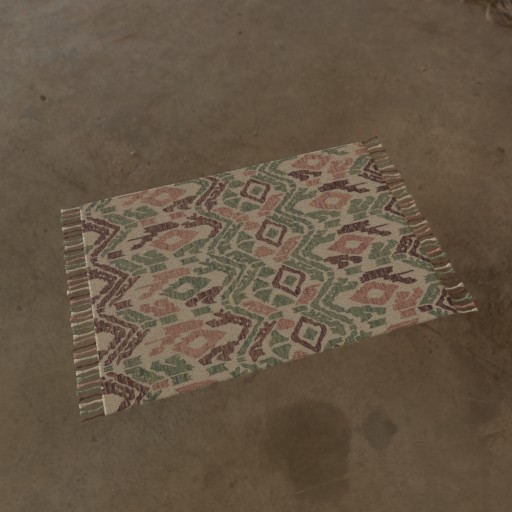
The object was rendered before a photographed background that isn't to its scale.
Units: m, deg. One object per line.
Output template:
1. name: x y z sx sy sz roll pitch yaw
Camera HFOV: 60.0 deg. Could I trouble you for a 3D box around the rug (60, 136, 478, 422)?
1. rug: 0.000 0.000 2.927 2.438 0.011 1.524 -14 62 -8
